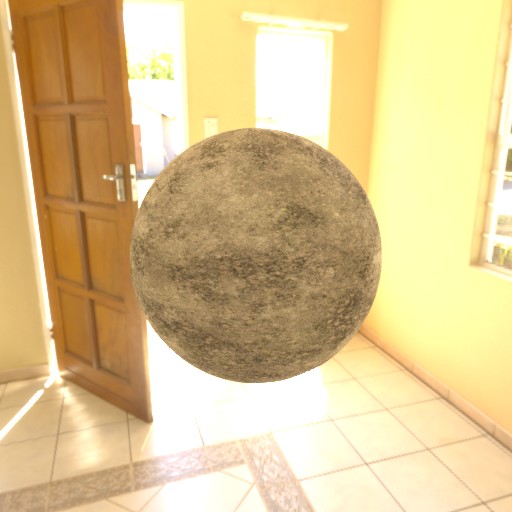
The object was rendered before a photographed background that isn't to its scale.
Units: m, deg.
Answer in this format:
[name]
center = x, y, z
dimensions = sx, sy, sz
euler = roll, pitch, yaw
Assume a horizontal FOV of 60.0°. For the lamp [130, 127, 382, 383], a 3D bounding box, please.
[lamp]
center = 0.000, 0.000, 0.770
dimensions = 0.422, 0.429, 0.422
euler = 0, 15, 0
